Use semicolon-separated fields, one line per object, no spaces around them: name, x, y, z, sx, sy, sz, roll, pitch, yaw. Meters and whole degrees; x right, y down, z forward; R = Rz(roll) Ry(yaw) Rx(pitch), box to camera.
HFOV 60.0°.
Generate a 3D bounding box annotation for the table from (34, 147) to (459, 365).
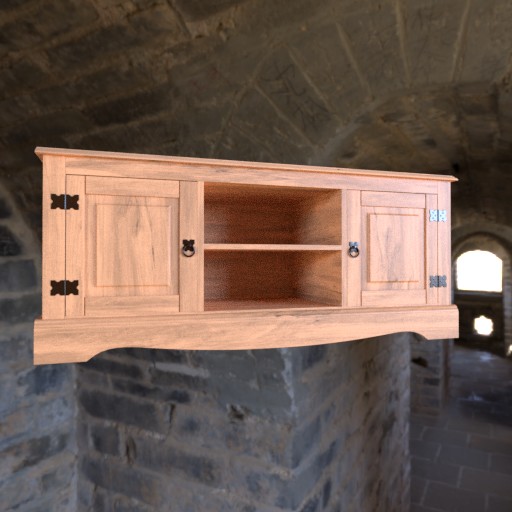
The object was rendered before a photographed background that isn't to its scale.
table;0.000;0.000;1.394;1.200;0.510;0.400;0;-1;-17
